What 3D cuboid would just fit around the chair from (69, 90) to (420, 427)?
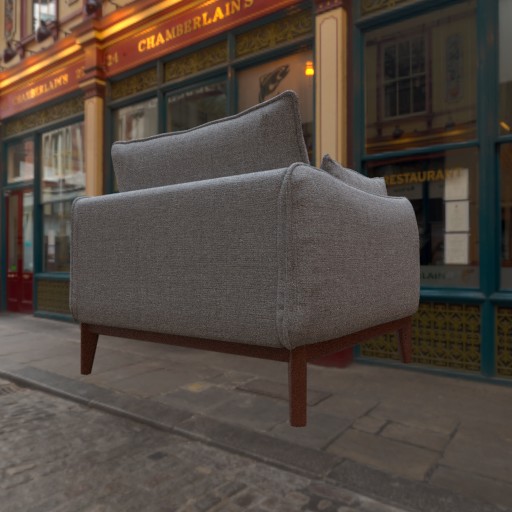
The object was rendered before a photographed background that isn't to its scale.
[{"bbox_3d":[0.000,0.000,1.663,0.993,0.839,0.976,-1,-2,36],"label":"chair"}]
